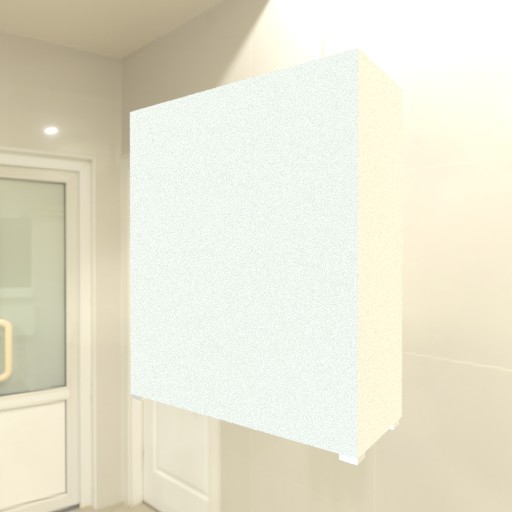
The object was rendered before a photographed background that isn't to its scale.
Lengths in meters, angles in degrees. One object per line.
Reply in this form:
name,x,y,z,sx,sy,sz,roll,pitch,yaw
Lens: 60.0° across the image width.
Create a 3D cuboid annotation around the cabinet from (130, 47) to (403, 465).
cabinet,0.000,0.000,1.713,1.000,1.190,0.400,0,1,36
